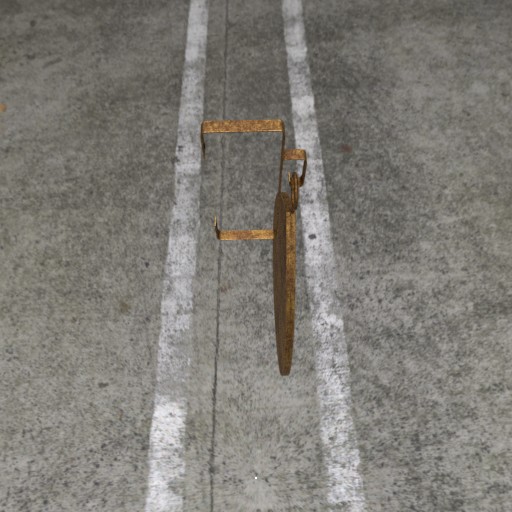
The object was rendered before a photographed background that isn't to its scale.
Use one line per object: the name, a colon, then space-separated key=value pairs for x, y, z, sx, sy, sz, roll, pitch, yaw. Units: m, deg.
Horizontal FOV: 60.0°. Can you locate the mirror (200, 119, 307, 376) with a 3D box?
mirror: x=0.000 y=0.000 z=0.898 sx=0.144 sy=0.744 sz=0.405 roll=-2 pitch=63 yaw=-1
